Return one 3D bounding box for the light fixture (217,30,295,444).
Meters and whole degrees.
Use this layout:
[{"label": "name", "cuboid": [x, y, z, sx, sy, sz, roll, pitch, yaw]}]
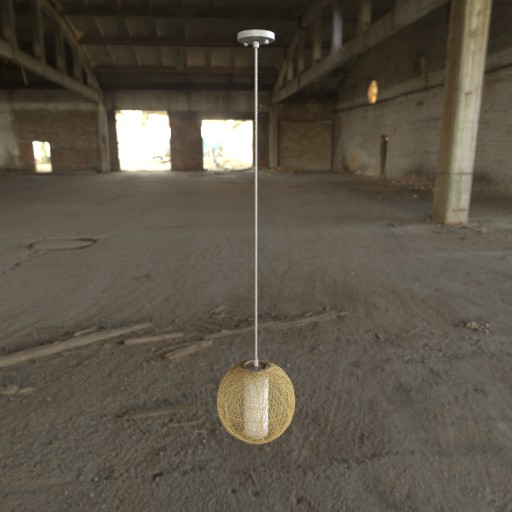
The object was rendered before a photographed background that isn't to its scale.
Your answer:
[{"label": "light fixture", "cuboid": [0.000, 0.000, 2.132, 0.407, 1.955, 0.406, -2, 14, -7]}]
